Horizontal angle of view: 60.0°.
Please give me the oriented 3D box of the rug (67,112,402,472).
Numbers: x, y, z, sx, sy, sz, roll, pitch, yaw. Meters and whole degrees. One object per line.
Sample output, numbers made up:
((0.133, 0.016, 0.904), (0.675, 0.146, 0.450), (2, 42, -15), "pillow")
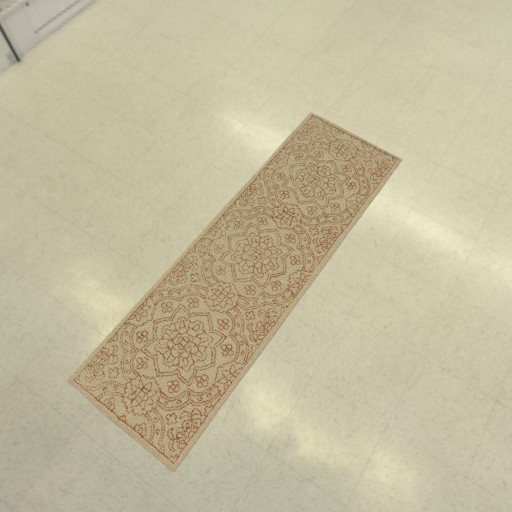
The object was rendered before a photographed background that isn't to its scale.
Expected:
((0.000, 0.000, 2.753), (0.769, 0.012, 2.448), (33, 67, 16), "rug")
